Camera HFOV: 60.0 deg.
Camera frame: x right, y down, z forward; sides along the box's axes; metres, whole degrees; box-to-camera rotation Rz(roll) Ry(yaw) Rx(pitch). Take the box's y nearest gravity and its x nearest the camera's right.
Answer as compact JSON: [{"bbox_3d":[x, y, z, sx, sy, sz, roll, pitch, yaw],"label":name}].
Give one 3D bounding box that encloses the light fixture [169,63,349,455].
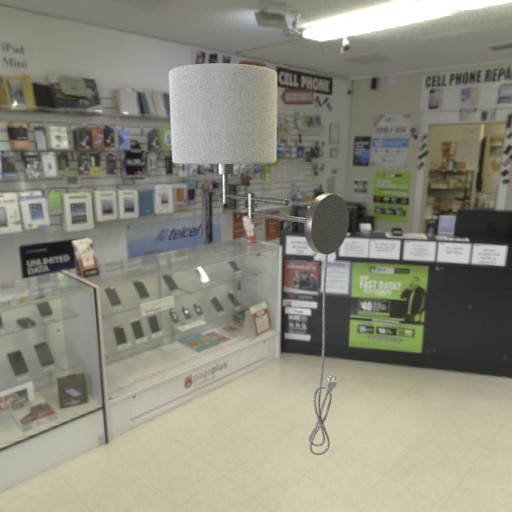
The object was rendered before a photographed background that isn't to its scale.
[{"bbox_3d":[0.000,0.000,1.058,0.253,0.842,0.479,-12,18,-41],"label":"light fixture"}]
